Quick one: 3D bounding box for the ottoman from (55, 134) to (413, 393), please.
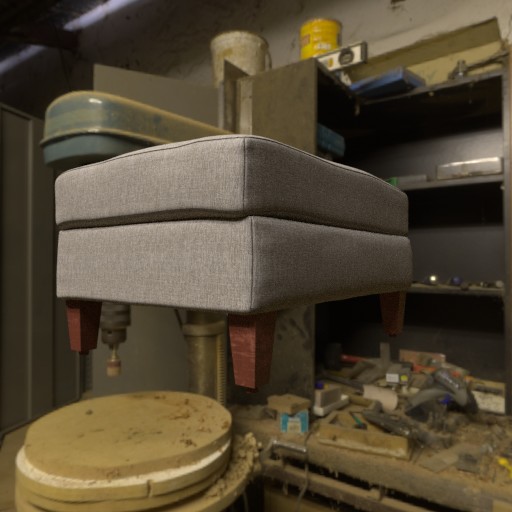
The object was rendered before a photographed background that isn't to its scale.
[{"bbox_3d":[0.000,0.000,1.242,0.639,0.494,0.873,-1,-1,37],"label":"ottoman"}]
